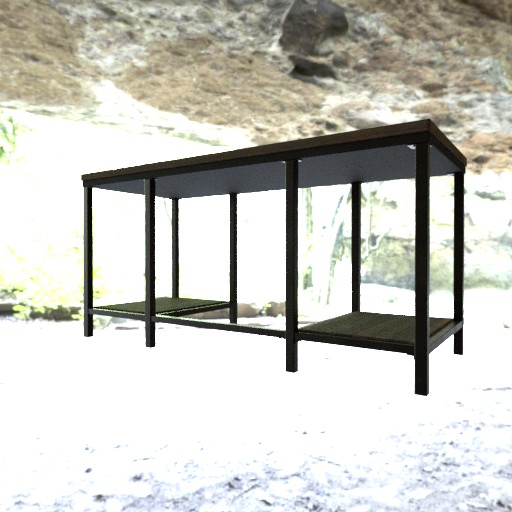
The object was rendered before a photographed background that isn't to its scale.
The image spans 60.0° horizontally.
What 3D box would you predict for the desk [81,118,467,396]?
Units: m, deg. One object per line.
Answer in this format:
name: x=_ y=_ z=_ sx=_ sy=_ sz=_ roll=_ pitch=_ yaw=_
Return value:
desk: x=0.000 y=0.000 z=1.880 sx=1.538 sy=0.753 sz=0.617 roll=0 pitch=1 yaw=34
